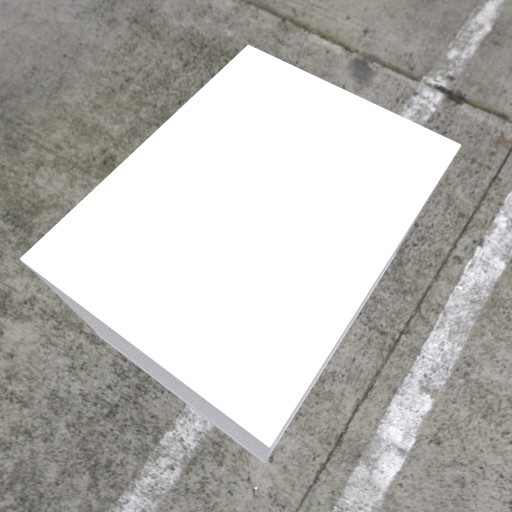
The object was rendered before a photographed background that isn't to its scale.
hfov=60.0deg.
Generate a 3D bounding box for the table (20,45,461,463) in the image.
[{"bbox_3d":[0.000,0.000,0.785,0.399,0.357,0.517,32,67,15],"label":"table"}]
